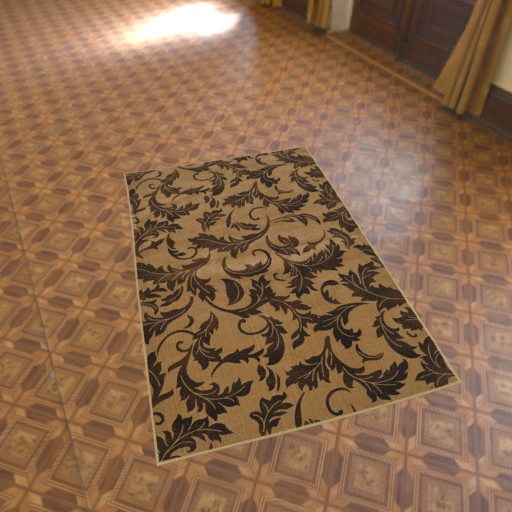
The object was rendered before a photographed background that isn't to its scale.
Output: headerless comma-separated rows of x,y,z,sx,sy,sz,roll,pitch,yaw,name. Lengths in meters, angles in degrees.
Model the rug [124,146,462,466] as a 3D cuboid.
0.000,0.000,2.838,1.522,0.008,2.284,-11,47,-11,rug
